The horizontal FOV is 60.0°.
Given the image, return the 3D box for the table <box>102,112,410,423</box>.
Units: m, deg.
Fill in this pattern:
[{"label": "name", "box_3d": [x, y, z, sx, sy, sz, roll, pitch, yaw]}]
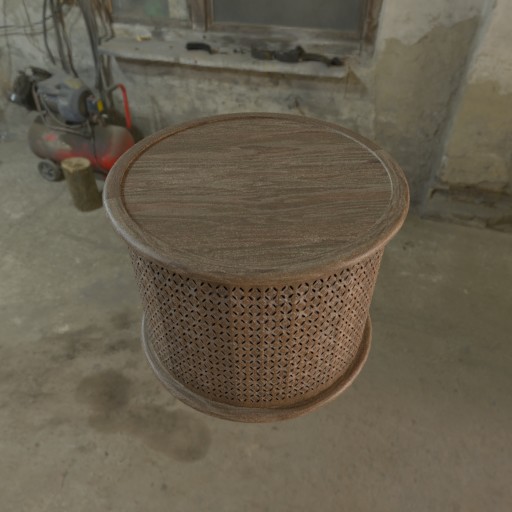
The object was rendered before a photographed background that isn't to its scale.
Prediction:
[{"label": "table", "box_3d": [0.000, 0.000, 1.045, 0.607, 0.450, 0.607, 0, 41, 0]}]
